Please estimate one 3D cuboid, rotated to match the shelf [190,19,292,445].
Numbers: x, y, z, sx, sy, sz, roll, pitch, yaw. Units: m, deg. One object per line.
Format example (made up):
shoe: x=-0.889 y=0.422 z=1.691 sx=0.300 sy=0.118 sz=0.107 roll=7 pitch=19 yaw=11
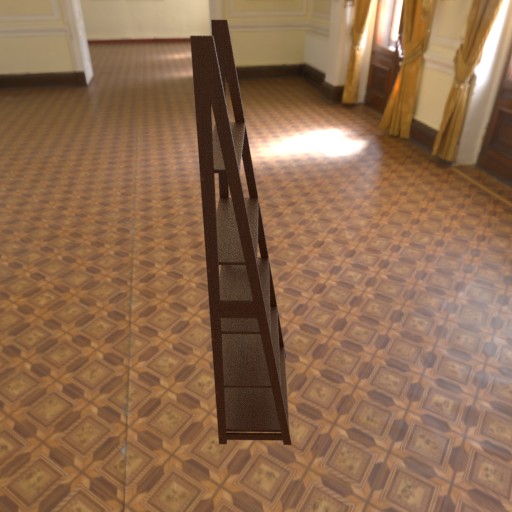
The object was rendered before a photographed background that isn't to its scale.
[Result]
shelf: x=0.000 y=0.000 z=1.919 sx=0.350 sy=1.770 sz=0.600 roll=0 pitch=32 yaw=1
